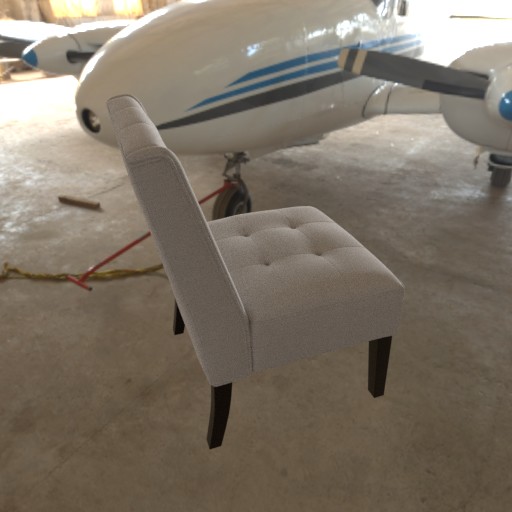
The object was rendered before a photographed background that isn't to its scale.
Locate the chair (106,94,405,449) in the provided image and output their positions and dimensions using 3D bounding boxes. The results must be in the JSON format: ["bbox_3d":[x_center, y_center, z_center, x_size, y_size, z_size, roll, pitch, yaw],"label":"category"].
[{"bbox_3d":[0.000,0.000,1.289,0.676,0.853,0.569,-10,32,-17],"label":"chair"}]
